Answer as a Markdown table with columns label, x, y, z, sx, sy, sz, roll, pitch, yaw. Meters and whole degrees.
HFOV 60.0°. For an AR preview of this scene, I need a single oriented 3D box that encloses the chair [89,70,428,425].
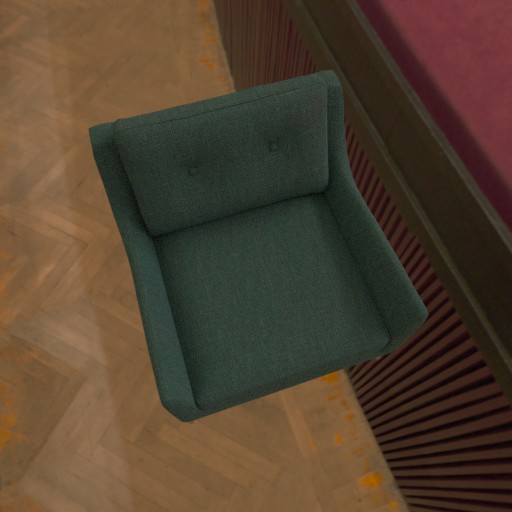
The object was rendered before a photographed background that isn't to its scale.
| label | x | y | z | sx | sy | sz | roll | pitch | yaw |
| --- | --- | --- | --- | --- | --- | --- | --- | --- | --- |
| chair | 0.000 | 0.000 | 1.540 | 0.847 | 0.828 | 0.849 | -16 | 65 | -8 |
